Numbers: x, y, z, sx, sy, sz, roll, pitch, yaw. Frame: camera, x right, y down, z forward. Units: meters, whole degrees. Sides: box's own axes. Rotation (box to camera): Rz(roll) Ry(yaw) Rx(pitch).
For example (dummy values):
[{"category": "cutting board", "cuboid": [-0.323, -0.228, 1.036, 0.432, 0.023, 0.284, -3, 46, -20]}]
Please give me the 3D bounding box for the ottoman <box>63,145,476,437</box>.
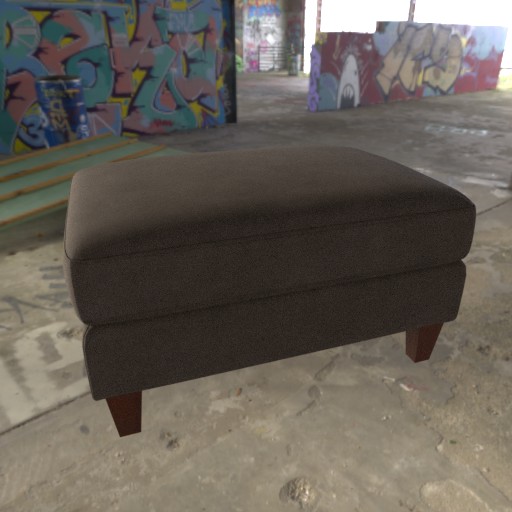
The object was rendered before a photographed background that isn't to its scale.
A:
[{"category": "ottoman", "cuboid": [0.000, 0.000, 1.141, 0.864, 0.483, 0.584, -9, 27, -17]}]
